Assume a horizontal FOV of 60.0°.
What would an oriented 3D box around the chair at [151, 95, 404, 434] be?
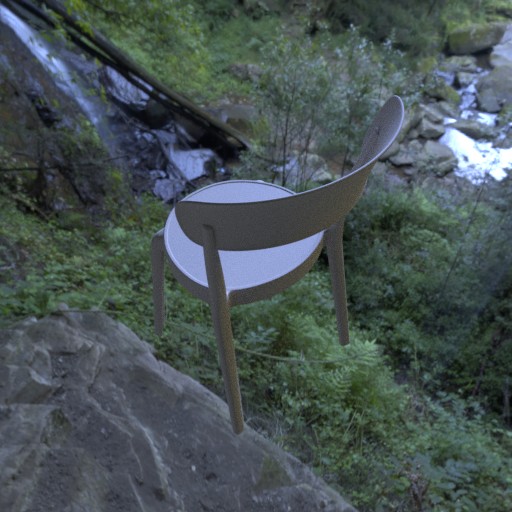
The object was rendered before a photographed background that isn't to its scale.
[{"bbox_3d":[0.000,0.000,1.103,0.506,0.790,0.491,-32,54,-26],"label":"chair"}]
